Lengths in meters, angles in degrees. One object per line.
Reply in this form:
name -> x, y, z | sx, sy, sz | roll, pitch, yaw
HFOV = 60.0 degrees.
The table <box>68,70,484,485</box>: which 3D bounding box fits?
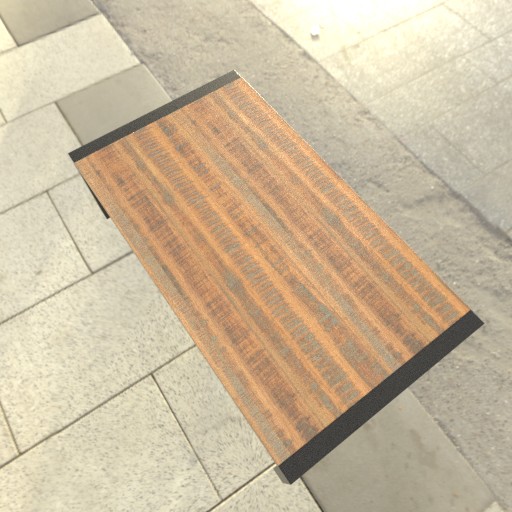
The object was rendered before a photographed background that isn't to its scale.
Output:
table -> 0.000, 0.000, 1.677 | 0.750, 0.400, 1.350 | -33, 68, -15
